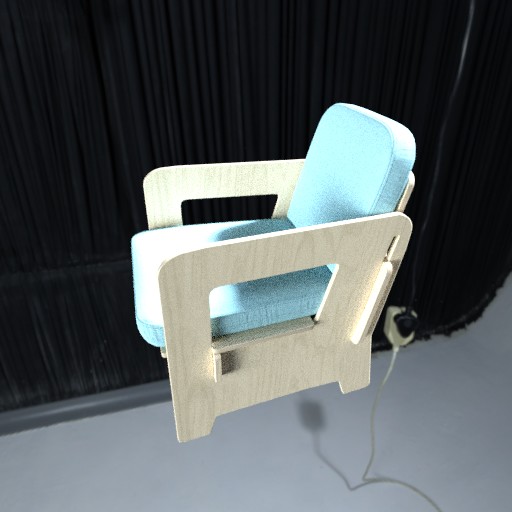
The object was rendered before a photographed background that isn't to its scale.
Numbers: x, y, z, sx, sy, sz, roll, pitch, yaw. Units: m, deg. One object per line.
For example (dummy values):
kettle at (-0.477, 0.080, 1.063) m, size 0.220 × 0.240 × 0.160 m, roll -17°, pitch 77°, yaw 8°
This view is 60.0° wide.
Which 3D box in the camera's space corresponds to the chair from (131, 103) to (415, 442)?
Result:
chair at (0.000, 0.000, 1.312) m, size 0.710 × 0.800 × 0.590 m, roll -8°, pitch 30°, yaw -13°
